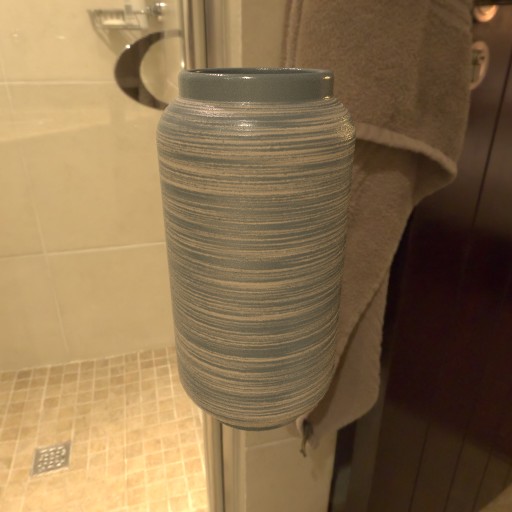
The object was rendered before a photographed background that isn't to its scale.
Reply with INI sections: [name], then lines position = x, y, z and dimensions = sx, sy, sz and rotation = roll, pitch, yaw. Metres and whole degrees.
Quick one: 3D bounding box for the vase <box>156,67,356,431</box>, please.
[vase]
position = 0.000, 0.000, 0.297
dimensions = 0.116, 0.230, 0.116
rotation = 0, 25, 0
